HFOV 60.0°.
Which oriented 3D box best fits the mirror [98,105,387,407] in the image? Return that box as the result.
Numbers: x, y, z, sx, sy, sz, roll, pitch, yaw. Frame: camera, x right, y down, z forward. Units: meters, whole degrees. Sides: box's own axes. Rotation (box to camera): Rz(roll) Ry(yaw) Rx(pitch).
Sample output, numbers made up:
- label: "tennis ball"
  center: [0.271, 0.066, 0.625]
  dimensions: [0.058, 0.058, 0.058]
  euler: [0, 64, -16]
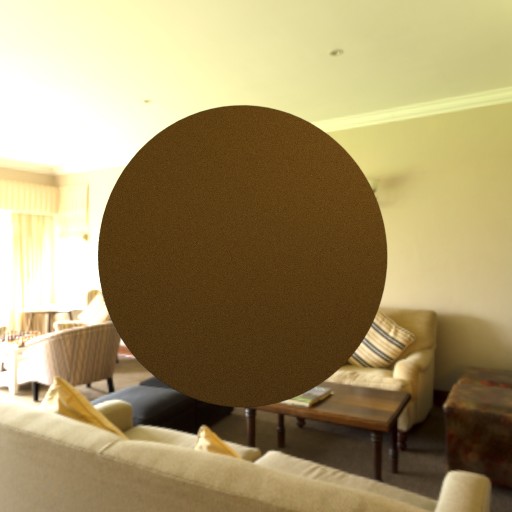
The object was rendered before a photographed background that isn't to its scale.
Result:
- label: "mirror"
  center: [0.000, 0.000, 1.600]
  dimensions: [1.077, 1.077, 0.036]
  euler: [0, 0, -17]
